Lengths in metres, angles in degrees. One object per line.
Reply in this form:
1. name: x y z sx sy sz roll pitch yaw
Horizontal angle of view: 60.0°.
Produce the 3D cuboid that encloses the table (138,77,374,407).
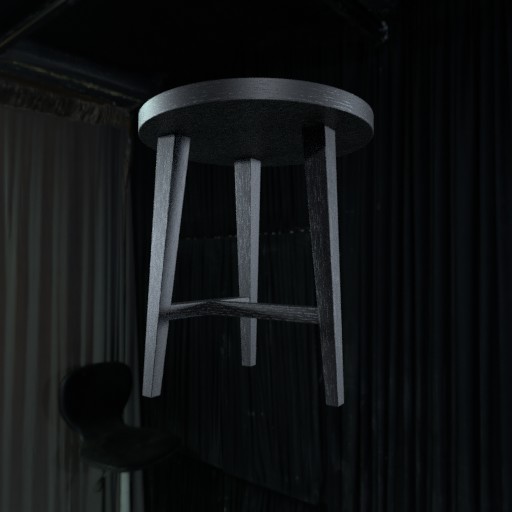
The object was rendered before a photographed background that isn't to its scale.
1. table: 0.000 0.000 0.774 0.399 0.460 0.399 0 -1 0
